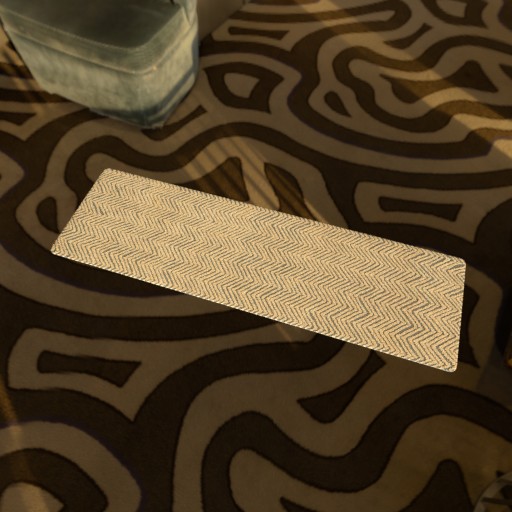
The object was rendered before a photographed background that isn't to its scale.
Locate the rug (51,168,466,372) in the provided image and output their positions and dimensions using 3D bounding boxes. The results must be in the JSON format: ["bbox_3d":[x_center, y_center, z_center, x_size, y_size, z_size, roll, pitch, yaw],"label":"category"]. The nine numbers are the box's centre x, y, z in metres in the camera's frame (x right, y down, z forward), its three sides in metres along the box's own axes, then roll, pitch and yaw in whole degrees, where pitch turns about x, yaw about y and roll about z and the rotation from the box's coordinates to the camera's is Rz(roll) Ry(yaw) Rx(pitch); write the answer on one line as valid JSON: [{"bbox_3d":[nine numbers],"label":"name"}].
[{"bbox_3d":[0.000,0.000,2.535,2.286,0.008,0.686,15,59,9],"label":"rug"}]
